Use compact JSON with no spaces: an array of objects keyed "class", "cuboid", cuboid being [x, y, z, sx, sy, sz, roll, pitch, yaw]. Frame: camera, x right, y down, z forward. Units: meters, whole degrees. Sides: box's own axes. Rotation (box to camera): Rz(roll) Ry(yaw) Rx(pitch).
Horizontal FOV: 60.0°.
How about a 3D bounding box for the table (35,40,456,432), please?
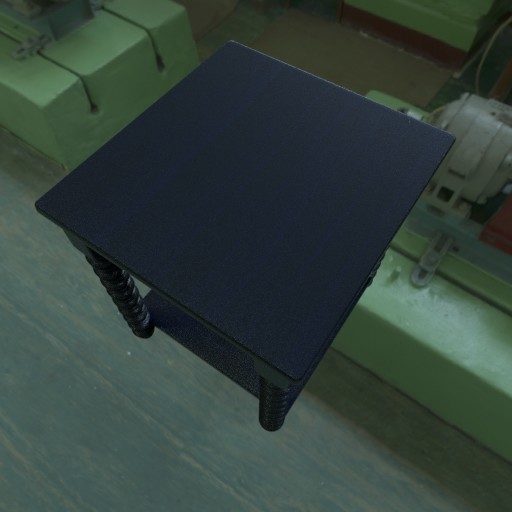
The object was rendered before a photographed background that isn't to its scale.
[{"class":"table","cuboid":[0.000,0.000,0.984,0.500,0.567,0.533,31,63,17]}]
